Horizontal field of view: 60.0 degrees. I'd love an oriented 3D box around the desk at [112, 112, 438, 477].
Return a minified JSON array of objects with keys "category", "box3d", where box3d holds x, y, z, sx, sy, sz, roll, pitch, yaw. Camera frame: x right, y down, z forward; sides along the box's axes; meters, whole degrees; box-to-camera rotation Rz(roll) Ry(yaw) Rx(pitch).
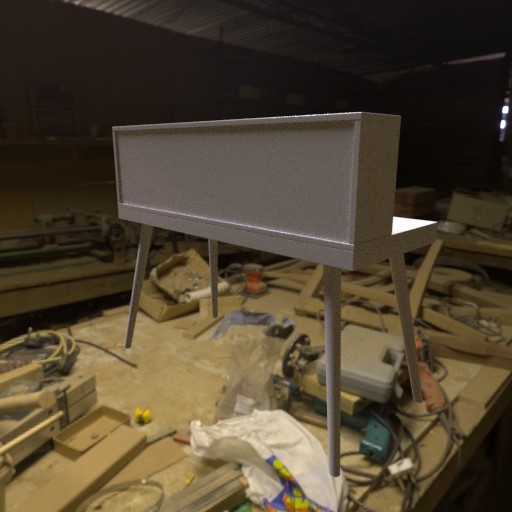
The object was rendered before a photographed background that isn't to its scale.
[{"category":"desk","box3d":[0.000,0.000,1.736,1.199,0.990,0.559,14,19,43]}]
